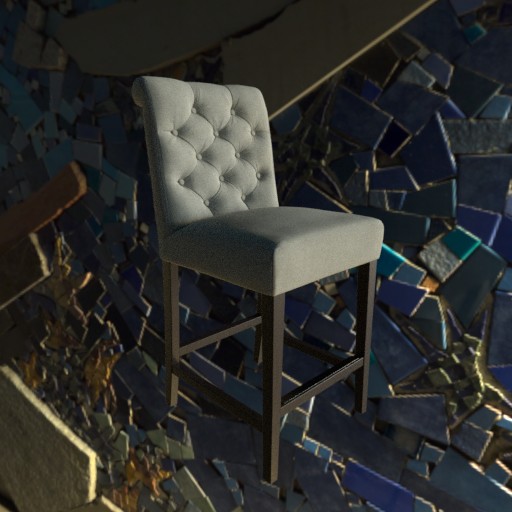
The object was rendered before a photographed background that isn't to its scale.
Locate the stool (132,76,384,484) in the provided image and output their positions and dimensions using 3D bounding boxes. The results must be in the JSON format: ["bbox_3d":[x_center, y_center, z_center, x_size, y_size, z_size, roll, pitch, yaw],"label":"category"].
[{"bbox_3d":[0.000,0.000,1.363,0.493,1.040,0.601,-15,21,-42],"label":"stool"}]
